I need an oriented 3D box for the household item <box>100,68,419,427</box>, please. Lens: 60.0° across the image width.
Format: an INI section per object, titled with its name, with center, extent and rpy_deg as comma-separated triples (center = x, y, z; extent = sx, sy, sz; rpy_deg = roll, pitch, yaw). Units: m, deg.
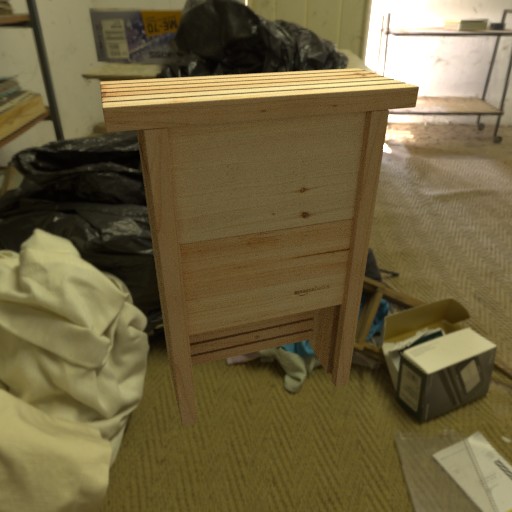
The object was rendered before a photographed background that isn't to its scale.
[household item]
center = 0.000, 0.000, 0.554
extent = 0.301, 0.407, 0.123
rpy_deg = -9, 32, -15
